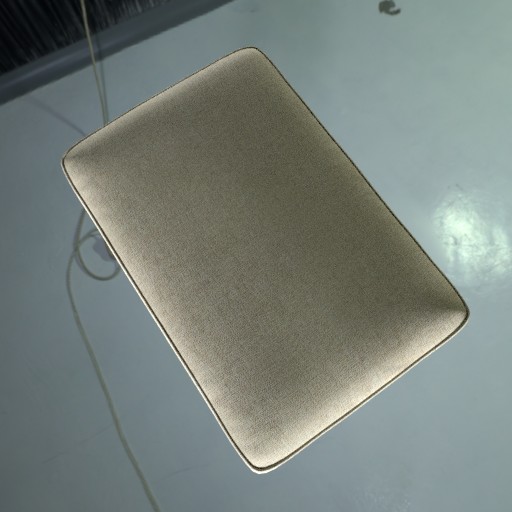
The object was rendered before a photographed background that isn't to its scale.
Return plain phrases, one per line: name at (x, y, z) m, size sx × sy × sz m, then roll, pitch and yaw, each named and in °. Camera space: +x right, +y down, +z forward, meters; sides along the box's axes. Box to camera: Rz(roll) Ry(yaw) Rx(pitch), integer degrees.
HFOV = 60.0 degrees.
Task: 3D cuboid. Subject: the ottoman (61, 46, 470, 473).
ottoman at (0.000, 0.000, 1.184) m, size 0.583 × 0.484 × 0.862 m, roll -34°, pitch 78°, yaw -8°
